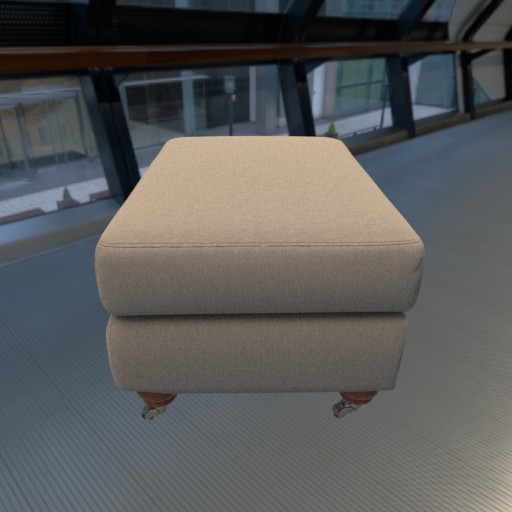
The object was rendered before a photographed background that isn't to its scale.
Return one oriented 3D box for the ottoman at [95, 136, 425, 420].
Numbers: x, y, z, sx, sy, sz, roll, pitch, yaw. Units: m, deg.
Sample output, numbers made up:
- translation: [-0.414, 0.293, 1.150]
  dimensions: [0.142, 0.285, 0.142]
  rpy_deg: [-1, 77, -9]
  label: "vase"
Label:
- translation: [0.000, 0.000, 1.136]
  dimensions: [0.574, 0.497, 0.773]
  rpy_deg: [0, 28, -1]
  label: "ottoman"
